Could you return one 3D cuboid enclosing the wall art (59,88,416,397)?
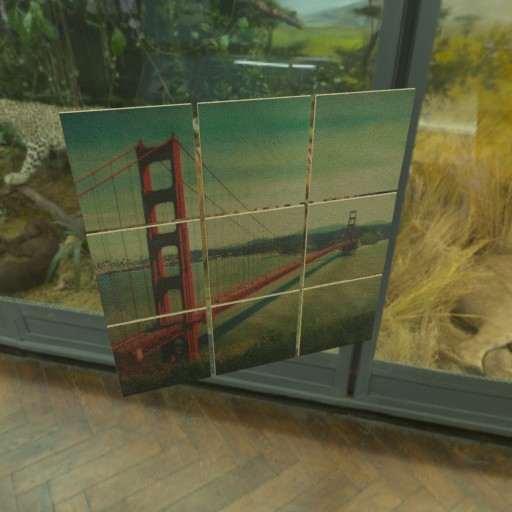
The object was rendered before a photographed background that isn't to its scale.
[{"bbox_3d":[0.000,0.000,2.214,1.519,1.507,0.014,-9,32,-15],"label":"wall art"}]
